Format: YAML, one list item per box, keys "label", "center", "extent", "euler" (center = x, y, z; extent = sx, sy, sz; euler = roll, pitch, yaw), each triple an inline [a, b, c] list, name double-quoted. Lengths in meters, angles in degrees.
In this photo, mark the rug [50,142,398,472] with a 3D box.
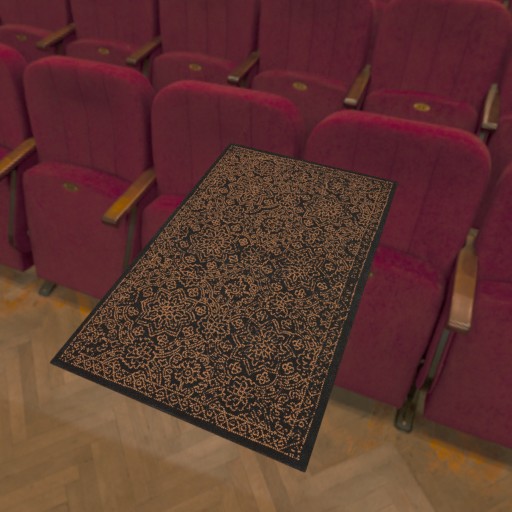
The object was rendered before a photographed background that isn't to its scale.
- label: "rug"
  center: [0.000, 0.000, 3.085]
  extent: [1.526, 0.015, 2.441]
  euler: [17, 49, 15]
